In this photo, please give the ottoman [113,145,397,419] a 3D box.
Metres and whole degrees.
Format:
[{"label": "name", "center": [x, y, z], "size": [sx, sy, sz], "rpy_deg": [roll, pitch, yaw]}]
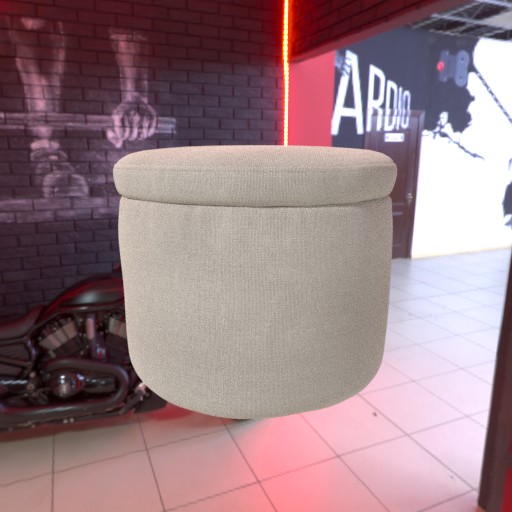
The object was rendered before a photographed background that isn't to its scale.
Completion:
[{"label": "ottoman", "center": [0.000, 0.000, 0.848], "size": [0.497, 0.409, 0.497], "rpy_deg": [0, 13, 0]}]
